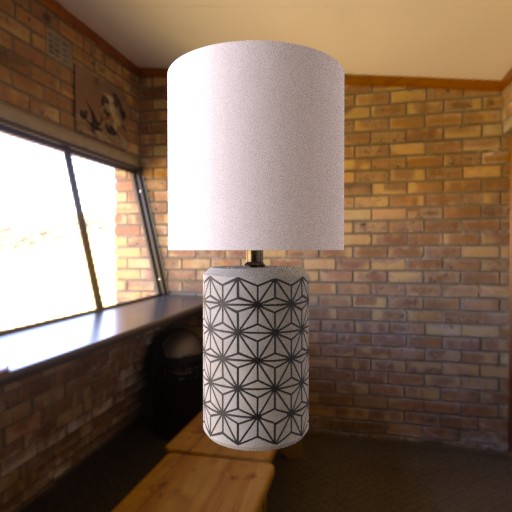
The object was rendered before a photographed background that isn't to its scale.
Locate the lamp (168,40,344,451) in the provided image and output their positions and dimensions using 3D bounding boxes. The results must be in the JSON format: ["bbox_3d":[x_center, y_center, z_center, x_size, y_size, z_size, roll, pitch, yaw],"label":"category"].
[{"bbox_3d":[0.000,0.000,0.530,0.206,0.416,0.206,0,1,-18],"label":"lamp"}]
